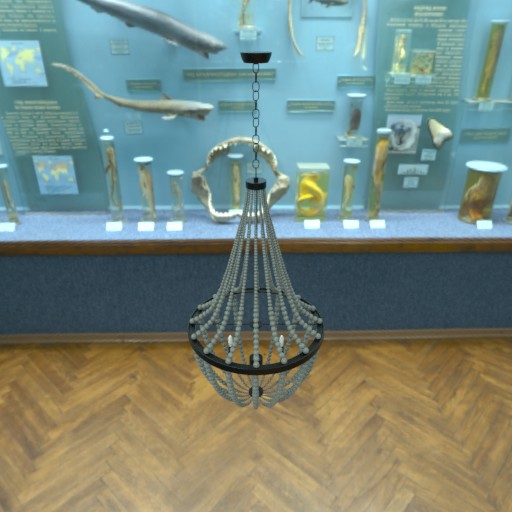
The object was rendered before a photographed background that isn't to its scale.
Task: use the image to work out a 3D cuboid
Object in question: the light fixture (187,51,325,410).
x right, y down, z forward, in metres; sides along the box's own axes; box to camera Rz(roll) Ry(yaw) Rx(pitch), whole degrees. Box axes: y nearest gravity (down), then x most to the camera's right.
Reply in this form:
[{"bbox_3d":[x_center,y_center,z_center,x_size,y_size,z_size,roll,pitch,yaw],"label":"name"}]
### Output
[{"bbox_3d":[0.000,0.000,1.354,0.450,1.133,0.450,0,27,0],"label":"light fixture"}]
